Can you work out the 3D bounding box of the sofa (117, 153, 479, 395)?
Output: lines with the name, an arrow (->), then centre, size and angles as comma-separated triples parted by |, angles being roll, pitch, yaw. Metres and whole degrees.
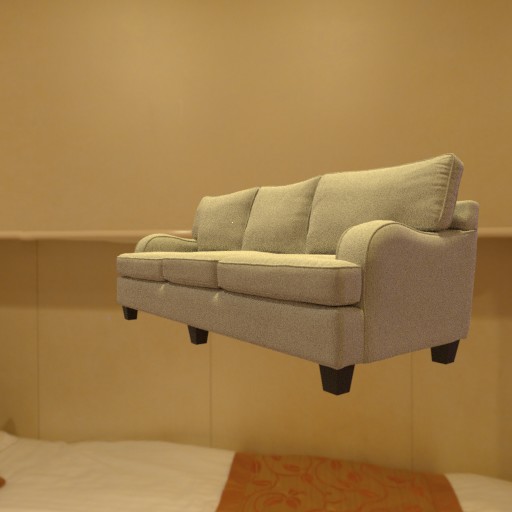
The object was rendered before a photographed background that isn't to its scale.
sofa -> 0.000, 0.000, 2.768 | 1.016, 0.991, 2.323 | -1, 1, -37
